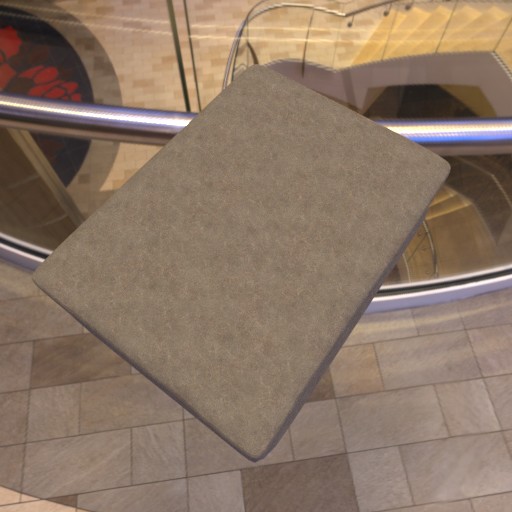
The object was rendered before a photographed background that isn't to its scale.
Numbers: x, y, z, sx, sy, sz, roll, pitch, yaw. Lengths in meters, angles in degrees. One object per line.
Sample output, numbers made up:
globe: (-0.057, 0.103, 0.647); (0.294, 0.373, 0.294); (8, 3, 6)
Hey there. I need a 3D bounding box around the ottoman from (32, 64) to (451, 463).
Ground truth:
ottoman: (0.000, 0.000, 1.208); (0.639, 0.464, 0.839); (33, 68, 15)
